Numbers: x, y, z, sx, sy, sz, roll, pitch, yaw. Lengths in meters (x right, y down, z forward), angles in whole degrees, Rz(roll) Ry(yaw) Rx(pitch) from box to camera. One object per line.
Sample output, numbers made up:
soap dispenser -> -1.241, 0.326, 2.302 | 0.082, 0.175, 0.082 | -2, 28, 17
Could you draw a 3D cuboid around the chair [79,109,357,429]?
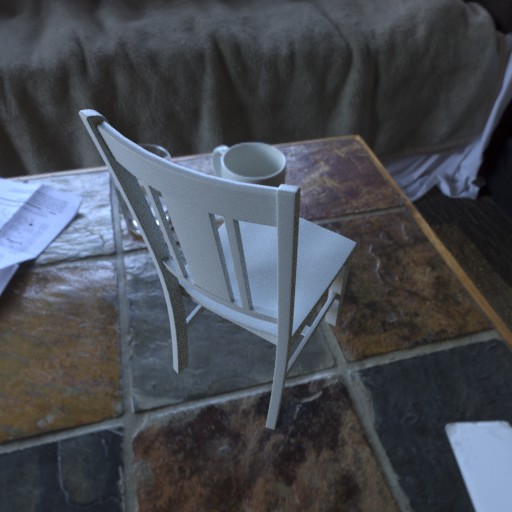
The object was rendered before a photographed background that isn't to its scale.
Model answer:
chair -> 0.000, 0.000, 1.243 | 0.450, 0.998, 0.555 | 24, 52, 21
